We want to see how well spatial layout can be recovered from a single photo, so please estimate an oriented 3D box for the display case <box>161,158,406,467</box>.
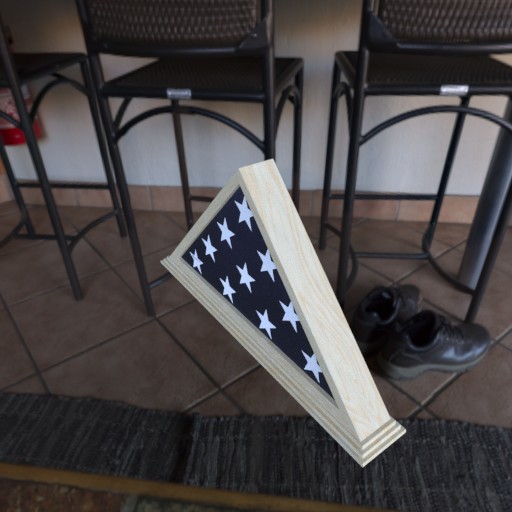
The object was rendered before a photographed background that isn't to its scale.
[{"bbox_3d":[0.000,0.000,0.773,0.095,0.340,0.640,-22,39,-30],"label":"display case"}]
